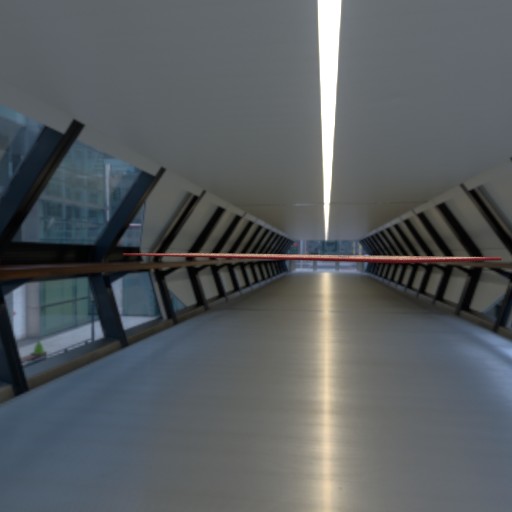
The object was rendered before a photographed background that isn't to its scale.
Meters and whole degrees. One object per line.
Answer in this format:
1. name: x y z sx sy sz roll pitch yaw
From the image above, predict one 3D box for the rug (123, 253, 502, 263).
1. rug: 0.000 0.000 2.430 0.659 0.015 2.292 -1 1 -37
